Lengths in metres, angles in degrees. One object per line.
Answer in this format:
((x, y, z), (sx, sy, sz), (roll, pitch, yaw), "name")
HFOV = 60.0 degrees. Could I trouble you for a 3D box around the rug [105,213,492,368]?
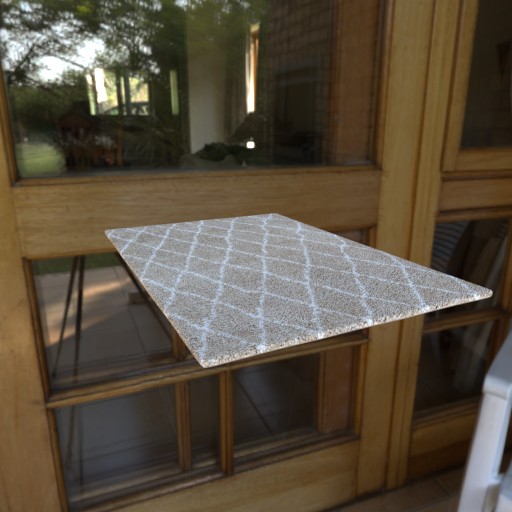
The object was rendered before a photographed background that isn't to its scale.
((0.000, 0.000, 2.255), (1.219, 0.030, 1.778), (-8, 18, -25), "rug")
